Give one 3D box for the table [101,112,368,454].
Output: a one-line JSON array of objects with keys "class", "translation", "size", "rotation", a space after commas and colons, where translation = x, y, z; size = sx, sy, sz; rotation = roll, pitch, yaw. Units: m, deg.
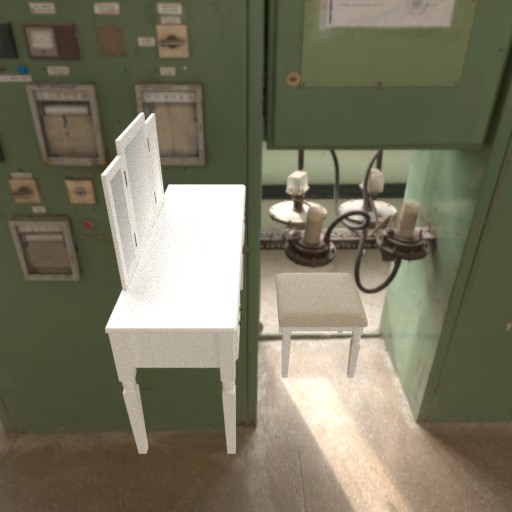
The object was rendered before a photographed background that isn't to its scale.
[{"class": "table", "translation": [0.000, 0.000, 2.236], "size": [1.115, 1.310, 1.369], "rotation": [0, 31, 0]}]
